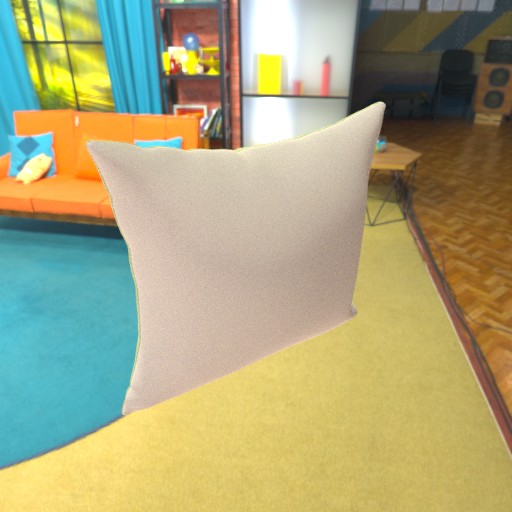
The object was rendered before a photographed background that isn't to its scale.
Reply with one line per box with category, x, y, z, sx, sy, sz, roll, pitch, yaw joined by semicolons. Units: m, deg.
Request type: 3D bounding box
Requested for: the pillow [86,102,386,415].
pillow;0.000;0.000;0.797;0.560;0.487;0.229;-17;34;-28
